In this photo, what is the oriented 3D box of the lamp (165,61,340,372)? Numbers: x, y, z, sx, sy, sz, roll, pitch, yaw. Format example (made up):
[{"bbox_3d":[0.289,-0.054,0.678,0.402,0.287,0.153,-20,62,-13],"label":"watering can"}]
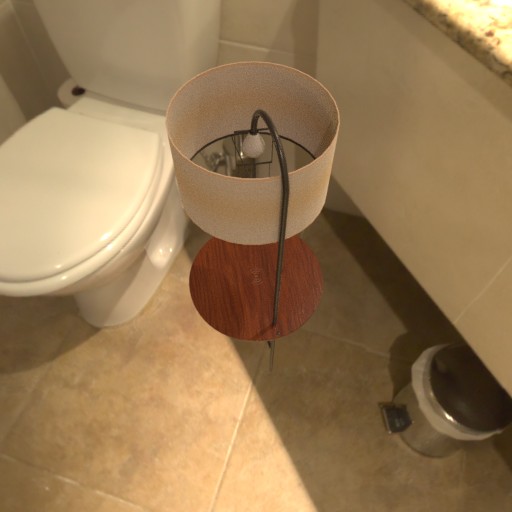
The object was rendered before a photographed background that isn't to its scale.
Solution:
[{"bbox_3d":[0.000,0.000,1.754,0.573,1.517,0.573,0,58,0],"label":"lamp"}]
